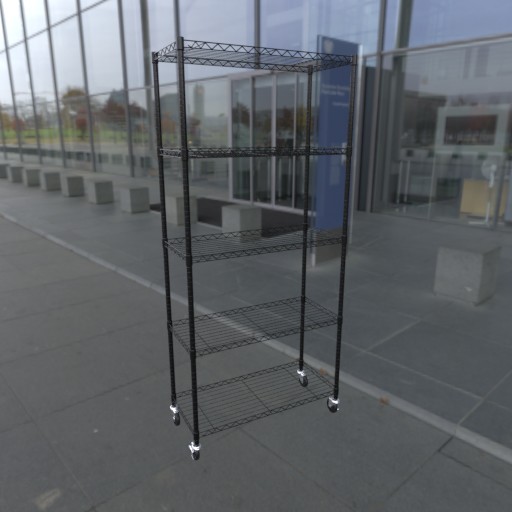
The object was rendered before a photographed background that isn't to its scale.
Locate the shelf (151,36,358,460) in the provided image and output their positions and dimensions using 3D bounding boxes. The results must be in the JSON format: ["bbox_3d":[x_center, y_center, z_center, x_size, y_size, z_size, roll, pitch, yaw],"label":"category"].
[{"bbox_3d":[0.000,0.000,1.954,0.762,1.645,0.356,-8,17,-26],"label":"shelf"}]
